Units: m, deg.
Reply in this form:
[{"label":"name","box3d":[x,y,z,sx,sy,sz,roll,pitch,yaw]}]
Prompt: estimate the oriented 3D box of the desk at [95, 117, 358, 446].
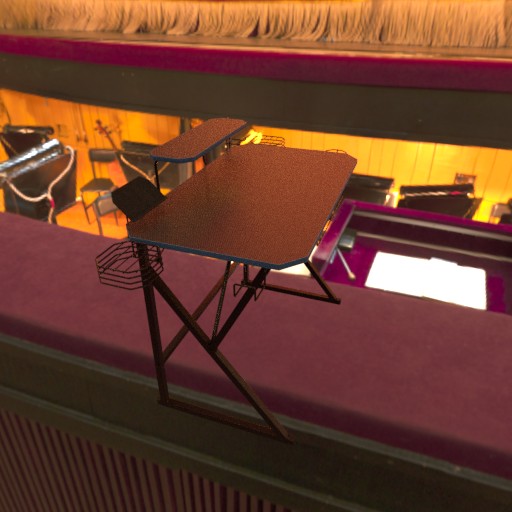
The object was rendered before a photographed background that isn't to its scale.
[{"label":"desk","box3d":[0.000,0.000,1.738,0.594,0.909,1.295,10,32,17]}]
